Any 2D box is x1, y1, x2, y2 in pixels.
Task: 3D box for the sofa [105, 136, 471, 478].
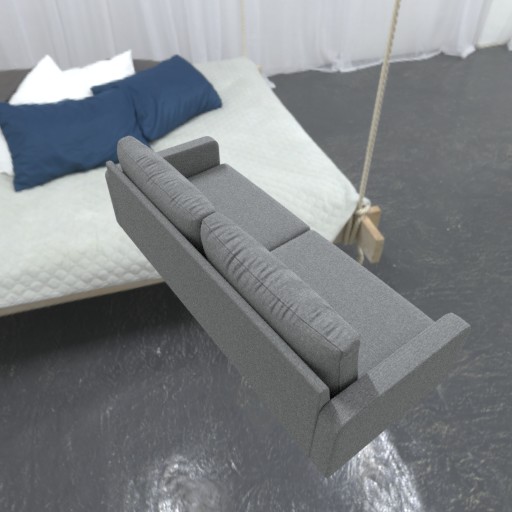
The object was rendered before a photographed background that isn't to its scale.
[{"bbox_3d":[0.000,0.000,2.568,0.880,0.880,2.200,-26,49,-26],"label":"sofa"}]
